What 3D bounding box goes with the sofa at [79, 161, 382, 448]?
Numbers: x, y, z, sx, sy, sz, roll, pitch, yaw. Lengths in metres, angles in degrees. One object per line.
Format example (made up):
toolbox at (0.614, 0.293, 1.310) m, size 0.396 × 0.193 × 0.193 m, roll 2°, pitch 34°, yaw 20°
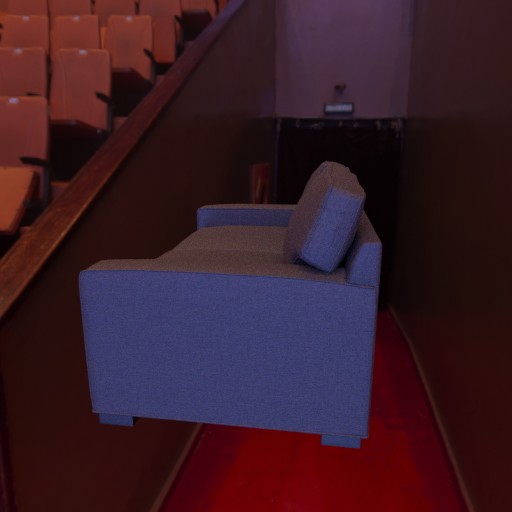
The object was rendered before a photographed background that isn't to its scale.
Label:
sofa at (0.000, 0.000, 2.133) m, size 0.974 × 0.887 × 1.534 m, roll 2°, pitch 15°, yaw 9°
